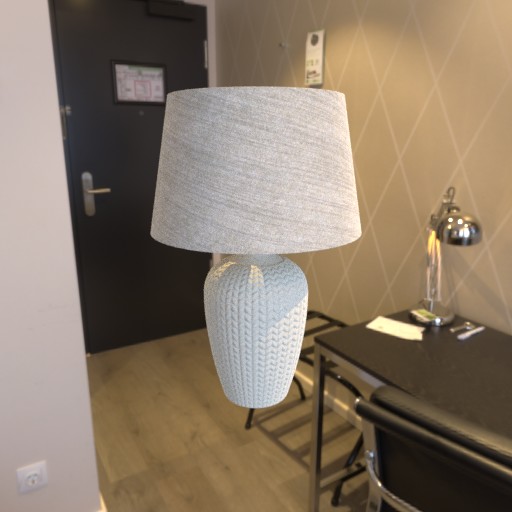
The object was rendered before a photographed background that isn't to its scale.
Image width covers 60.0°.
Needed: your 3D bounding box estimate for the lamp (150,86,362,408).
[{"bbox_3d":[0.000,0.000,0.854,0.390,0.580,0.390,0,15,0],"label":"lamp"}]
